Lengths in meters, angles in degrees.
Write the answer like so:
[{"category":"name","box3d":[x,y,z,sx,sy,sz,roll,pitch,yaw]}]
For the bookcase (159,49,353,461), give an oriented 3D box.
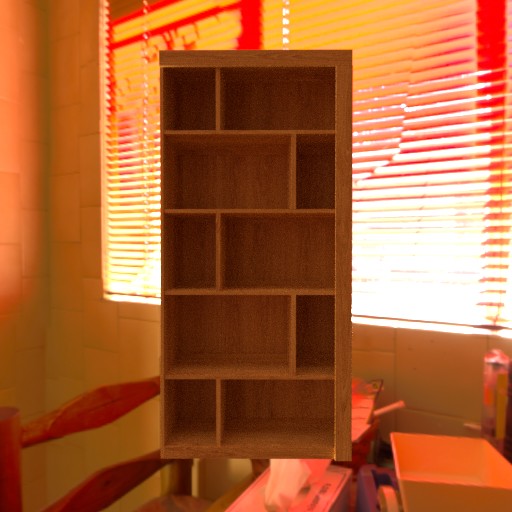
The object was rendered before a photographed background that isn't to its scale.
[{"category":"bookcase","box3d":[0.000,0.000,2.388,0.950,2.020,0.420,0,1,1]}]
